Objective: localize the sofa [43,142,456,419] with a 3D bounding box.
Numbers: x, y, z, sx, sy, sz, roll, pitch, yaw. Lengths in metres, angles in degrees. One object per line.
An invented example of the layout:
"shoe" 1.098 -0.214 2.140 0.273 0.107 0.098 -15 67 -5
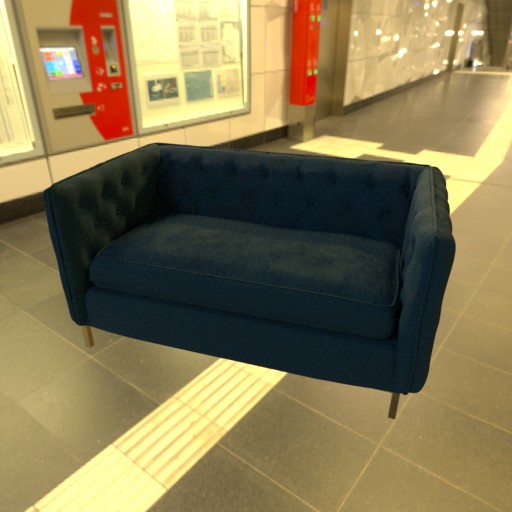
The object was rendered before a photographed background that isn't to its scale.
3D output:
"sofa" 0.000 0.000 2.085 1.583 0.810 0.909 8 28 16
